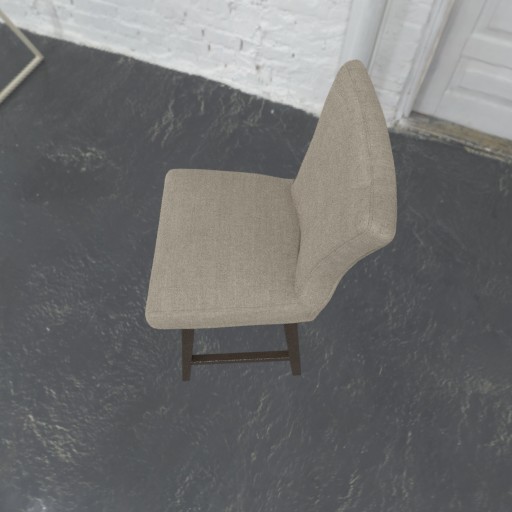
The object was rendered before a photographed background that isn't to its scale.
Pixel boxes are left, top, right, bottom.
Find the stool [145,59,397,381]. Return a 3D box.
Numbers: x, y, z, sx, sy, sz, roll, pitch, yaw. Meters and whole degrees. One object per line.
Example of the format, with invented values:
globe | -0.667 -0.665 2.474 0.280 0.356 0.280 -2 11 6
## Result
stool | 0.000 0.000 1.342 0.574 1.000 0.514 1 59 0
